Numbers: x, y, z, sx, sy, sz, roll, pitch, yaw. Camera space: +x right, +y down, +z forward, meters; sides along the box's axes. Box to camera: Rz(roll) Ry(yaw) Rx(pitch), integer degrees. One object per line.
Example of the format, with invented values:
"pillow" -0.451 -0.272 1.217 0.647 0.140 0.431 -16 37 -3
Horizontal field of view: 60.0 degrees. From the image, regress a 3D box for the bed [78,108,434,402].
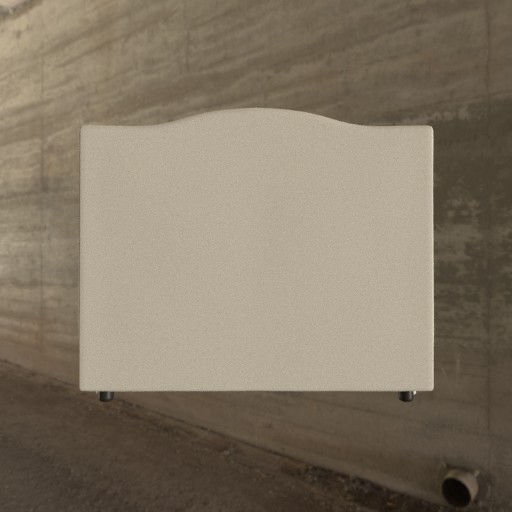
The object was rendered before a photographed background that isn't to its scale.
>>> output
"bed" 0.000 0.000 3.223 1.753 1.460 2.143 0 0 0
